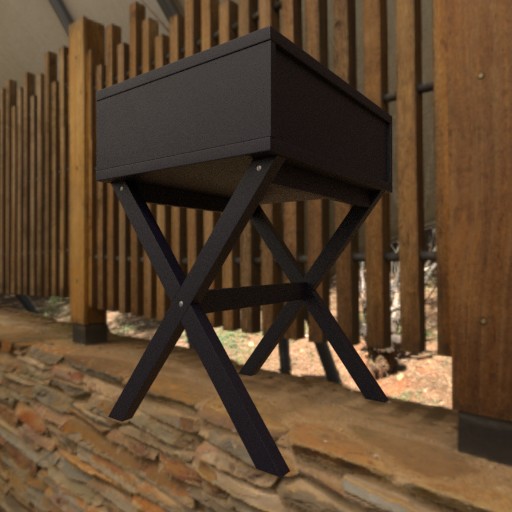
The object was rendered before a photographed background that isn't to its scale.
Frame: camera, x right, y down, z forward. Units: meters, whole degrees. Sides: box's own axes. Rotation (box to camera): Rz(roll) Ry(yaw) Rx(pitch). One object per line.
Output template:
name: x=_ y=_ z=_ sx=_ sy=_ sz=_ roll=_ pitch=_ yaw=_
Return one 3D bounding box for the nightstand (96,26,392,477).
nightstand: x=0.000 y=0.000 z=0.911 sx=0.402 sy=0.623 sz=0.479 roll=0 pitch=0 yaw=36
